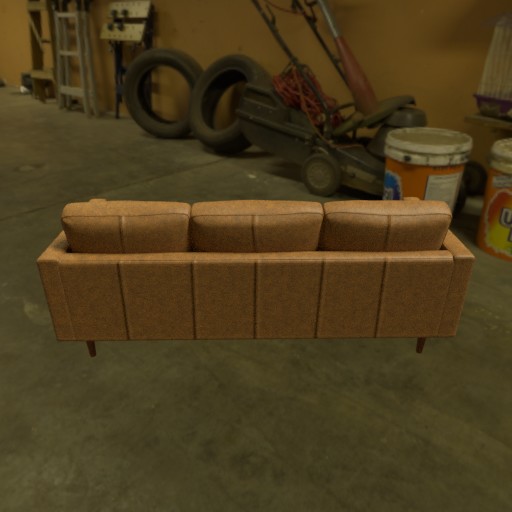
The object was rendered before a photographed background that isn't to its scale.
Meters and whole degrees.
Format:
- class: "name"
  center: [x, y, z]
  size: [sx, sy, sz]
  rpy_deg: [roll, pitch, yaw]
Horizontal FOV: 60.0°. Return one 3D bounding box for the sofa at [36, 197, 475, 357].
- class: "sofa"
  center: [0.000, 0.000, 2.742]
  size: [2.231, 0.930, 0.903]
  rpy_deg: [0, 28, -1]
